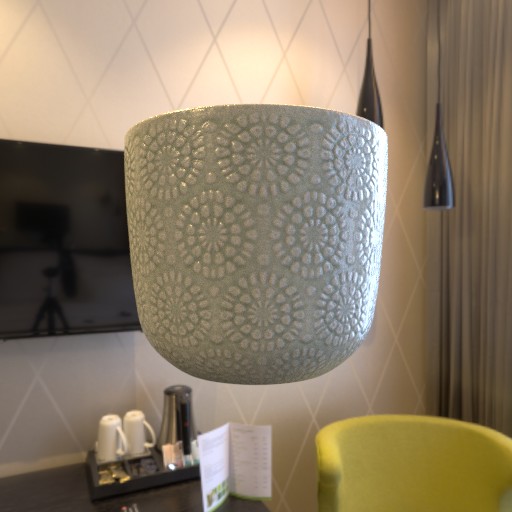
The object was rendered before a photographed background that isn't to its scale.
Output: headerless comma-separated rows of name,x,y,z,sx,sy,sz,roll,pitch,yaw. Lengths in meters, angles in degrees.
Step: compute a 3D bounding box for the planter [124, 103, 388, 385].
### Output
planter,0.000,0.000,0.218,0.124,0.109,0.124,0,0,0
